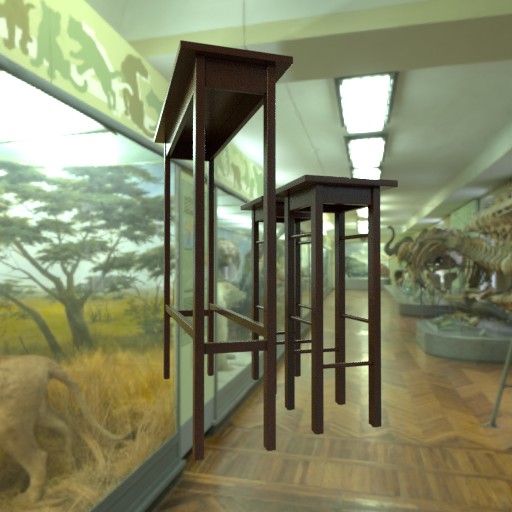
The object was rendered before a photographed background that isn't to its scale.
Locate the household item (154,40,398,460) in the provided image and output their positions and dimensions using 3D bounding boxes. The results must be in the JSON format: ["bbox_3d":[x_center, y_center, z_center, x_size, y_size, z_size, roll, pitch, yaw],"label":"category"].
[{"bbox_3d":[0.000,0.000,1.639,0.676,1.067,0.914,0,-1,-17],"label":"household item"}]
